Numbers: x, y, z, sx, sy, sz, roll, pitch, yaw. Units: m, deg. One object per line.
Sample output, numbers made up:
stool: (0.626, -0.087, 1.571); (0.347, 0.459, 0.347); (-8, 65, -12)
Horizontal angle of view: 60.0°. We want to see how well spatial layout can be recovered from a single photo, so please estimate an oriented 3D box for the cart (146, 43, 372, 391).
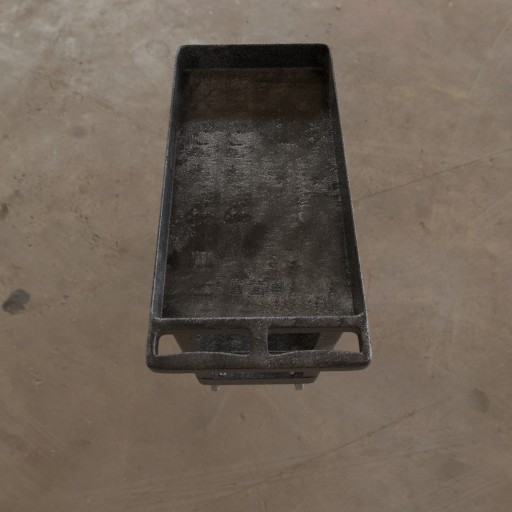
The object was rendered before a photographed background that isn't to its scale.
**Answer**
cart: (0.000, 0.000, 1.369); (0.420, 0.824, 0.877); (-1, 63, 0)
